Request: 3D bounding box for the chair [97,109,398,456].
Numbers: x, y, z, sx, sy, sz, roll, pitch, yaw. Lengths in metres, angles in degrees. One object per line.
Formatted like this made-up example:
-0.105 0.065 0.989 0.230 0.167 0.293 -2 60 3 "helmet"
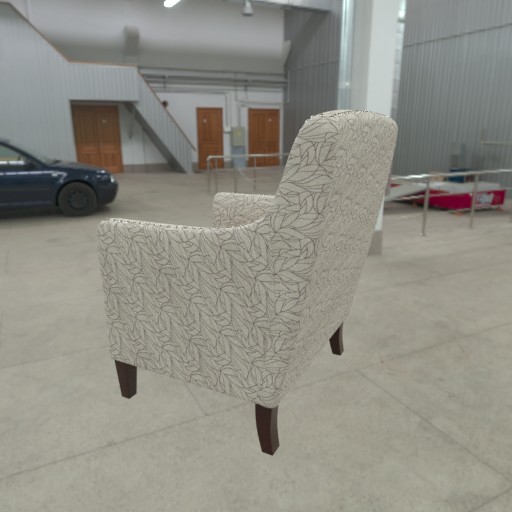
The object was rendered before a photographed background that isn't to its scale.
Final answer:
0.000 0.000 1.322 0.651 0.816 0.623 8 18 26 "chair"
